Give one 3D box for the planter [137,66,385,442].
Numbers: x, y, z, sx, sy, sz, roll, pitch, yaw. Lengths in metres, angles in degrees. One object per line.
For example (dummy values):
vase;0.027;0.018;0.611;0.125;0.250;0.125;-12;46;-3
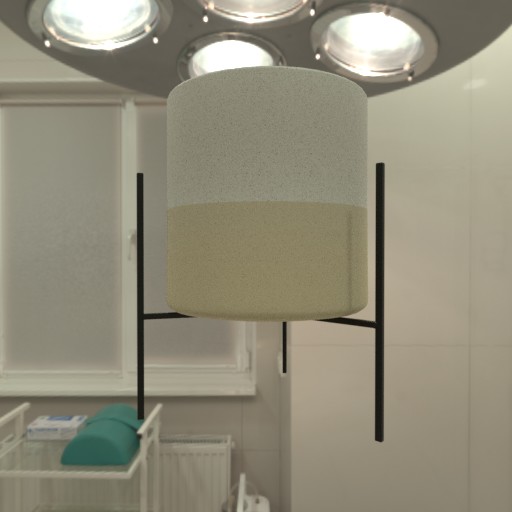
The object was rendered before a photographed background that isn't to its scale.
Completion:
planter;0.000;0.000;0.549;0.263;0.362;0.267;0;1;1
